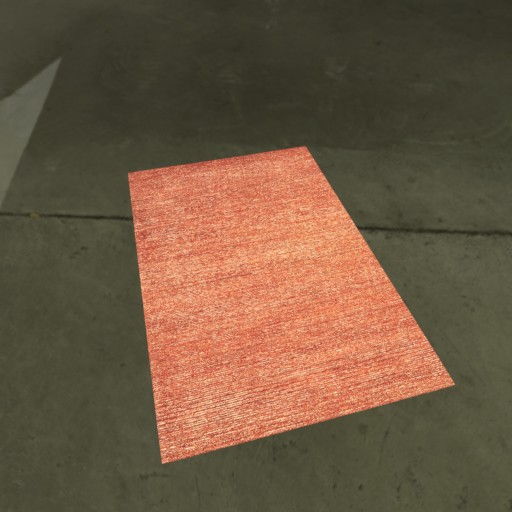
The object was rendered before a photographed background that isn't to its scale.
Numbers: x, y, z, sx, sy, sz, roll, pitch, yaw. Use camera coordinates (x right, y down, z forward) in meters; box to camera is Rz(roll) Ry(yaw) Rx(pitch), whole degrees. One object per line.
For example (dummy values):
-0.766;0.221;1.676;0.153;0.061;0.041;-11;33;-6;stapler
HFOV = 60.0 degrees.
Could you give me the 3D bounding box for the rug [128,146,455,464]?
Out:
0.000;0.000;2.206;1.139;0.011;1.747;-11;47;-10;rug
